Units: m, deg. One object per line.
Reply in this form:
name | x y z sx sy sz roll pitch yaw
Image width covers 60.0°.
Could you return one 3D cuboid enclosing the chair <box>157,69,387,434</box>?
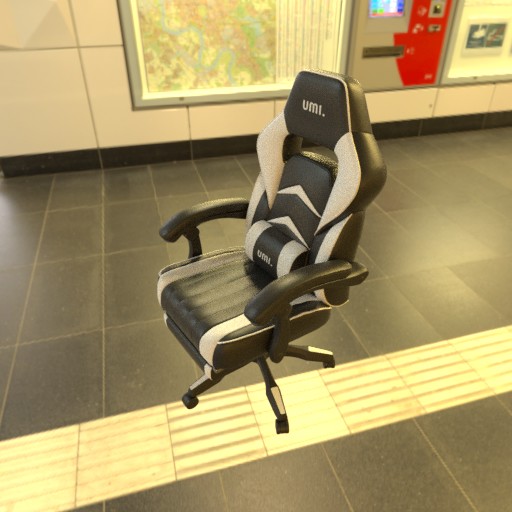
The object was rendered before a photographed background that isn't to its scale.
chair | 0.000 0.000 1.619 0.700 1.200 0.676 -22 39 -29
